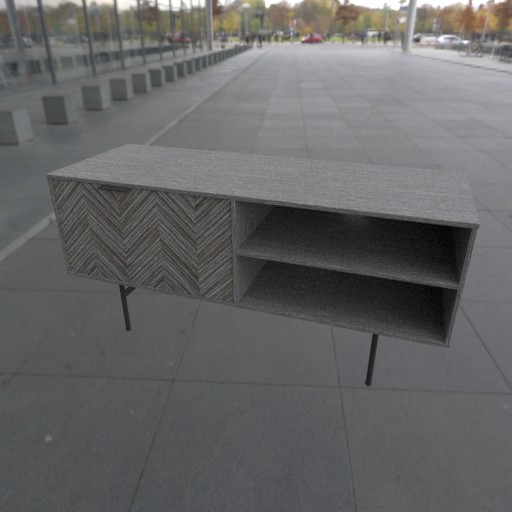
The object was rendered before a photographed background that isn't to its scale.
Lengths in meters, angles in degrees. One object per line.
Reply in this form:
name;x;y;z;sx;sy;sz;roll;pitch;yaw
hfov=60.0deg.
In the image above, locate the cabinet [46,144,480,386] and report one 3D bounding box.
cabinet;0.000;0.000;1.585;1.300;0.599;0.500;9;28;17
